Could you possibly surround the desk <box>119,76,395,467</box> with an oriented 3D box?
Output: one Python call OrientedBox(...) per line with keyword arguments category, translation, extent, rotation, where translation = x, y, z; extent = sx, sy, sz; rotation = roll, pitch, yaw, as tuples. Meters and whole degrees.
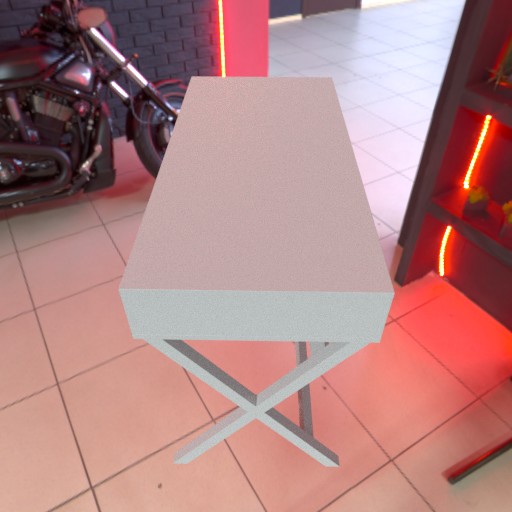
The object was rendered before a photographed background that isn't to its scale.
OrientedBox(category="desk", translation=(0.000, 0.000, 1.461), extent=(0.525, 0.780, 1.057), rotation=(1, 42, 1))
